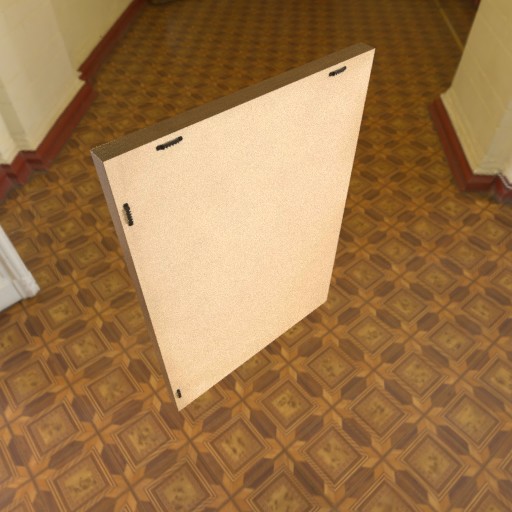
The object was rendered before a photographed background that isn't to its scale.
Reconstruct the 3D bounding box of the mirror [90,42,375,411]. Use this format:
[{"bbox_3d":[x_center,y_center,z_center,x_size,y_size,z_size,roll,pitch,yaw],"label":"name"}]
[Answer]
[{"bbox_3d":[0.000,0.000,0.910,0.508,0.711,0.039,-32,55,-26],"label":"mirror"}]
